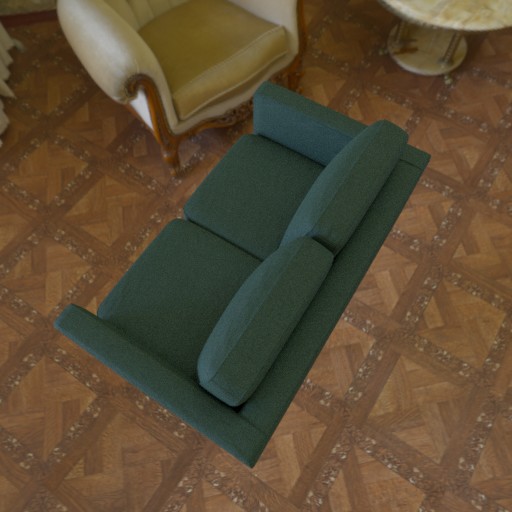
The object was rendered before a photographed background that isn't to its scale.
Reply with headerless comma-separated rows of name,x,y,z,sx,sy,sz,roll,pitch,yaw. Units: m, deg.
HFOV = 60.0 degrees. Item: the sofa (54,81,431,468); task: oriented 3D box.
sofa,0.000,0.000,1.938,0.879,0.899,1.430,30,67,14
